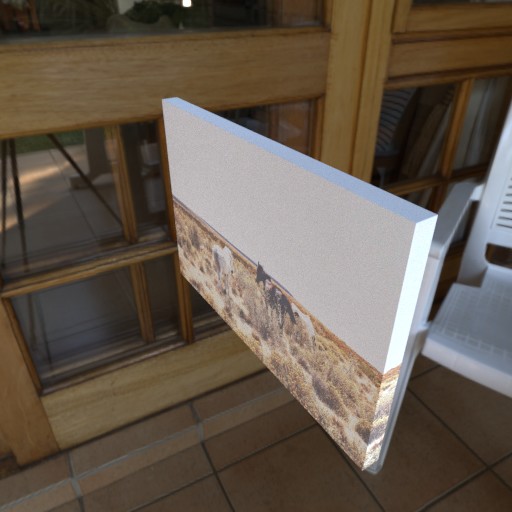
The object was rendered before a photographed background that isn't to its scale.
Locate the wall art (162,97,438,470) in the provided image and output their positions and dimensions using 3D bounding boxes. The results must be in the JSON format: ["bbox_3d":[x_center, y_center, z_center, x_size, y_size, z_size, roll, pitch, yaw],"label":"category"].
[{"bbox_3d":[0.000,0.000,1.137,0.050,0.610,0.914,-19,37,-28],"label":"wall art"}]
